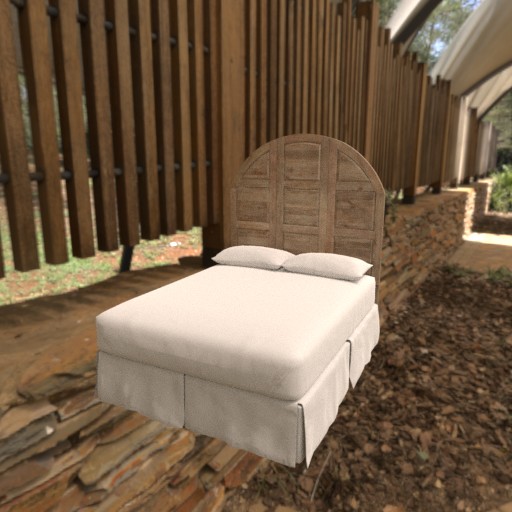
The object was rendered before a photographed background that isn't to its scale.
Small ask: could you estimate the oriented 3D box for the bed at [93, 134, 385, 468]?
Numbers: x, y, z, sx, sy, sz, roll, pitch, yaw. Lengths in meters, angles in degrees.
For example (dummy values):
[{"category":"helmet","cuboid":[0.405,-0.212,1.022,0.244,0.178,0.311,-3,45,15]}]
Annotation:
[{"category":"bed","cuboid":[0.000,0.000,3.610,1.713,2.002,2.112,6,14,26]}]
